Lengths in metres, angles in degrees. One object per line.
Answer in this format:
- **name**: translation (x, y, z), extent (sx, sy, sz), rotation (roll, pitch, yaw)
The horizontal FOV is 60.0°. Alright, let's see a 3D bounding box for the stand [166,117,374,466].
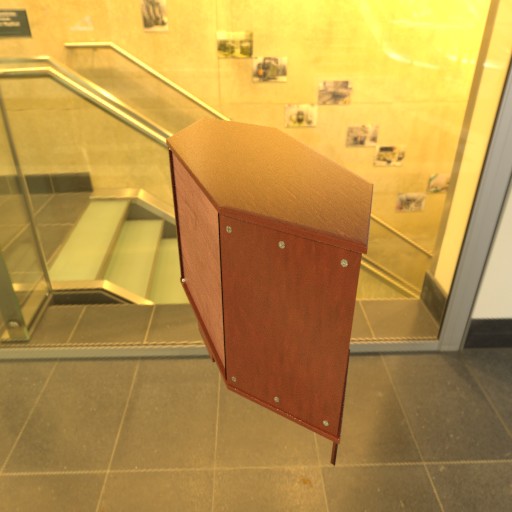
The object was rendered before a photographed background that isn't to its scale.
- **stand**: translation (0.000, 0.000, 1.361), extent (0.381, 0.614, 1.072), rotation (-11, 32, -18)
